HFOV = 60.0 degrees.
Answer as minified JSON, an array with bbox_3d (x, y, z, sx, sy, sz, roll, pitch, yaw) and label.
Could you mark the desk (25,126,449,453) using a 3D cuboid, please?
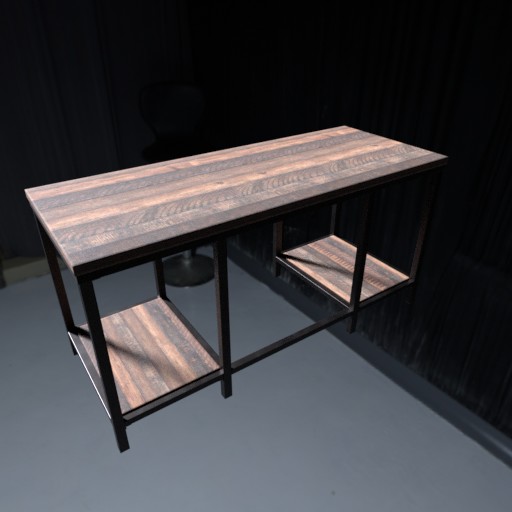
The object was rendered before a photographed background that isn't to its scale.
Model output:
[{"bbox_3d":[0.000,0.000,1.897,1.538,0.753,0.617,-19,36,-29],"label":"desk"}]
